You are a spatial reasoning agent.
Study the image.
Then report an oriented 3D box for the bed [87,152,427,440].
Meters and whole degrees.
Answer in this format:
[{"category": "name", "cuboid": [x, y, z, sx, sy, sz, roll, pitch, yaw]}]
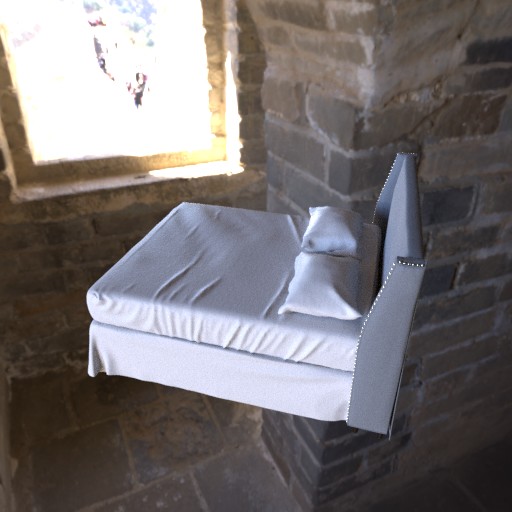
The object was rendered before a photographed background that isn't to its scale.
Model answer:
[{"category": "bed", "cuboid": [0.000, 0.000, 3.505, 2.276, 1.332, 1.925, 8, 31, 14]}]
